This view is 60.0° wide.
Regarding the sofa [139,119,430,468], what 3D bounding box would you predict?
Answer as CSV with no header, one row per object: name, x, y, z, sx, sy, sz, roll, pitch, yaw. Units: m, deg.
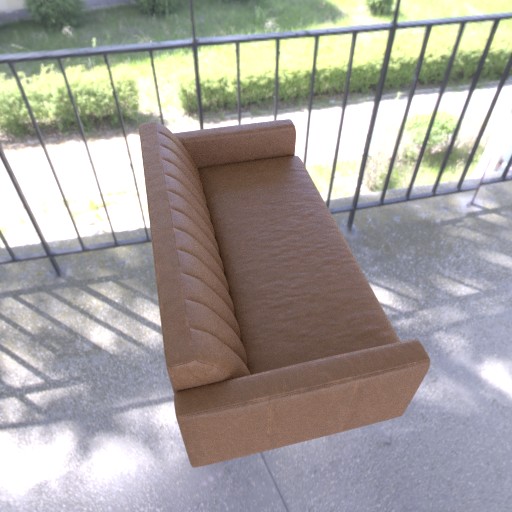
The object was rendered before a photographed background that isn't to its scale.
sofa,0.000,0.000,2.348,0.993,0.821,1.847,-10,47,-9
